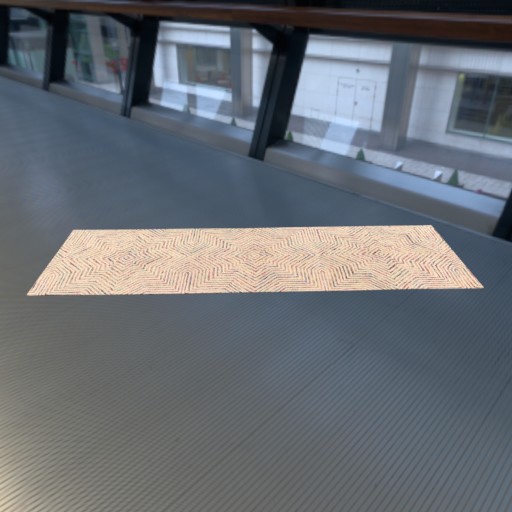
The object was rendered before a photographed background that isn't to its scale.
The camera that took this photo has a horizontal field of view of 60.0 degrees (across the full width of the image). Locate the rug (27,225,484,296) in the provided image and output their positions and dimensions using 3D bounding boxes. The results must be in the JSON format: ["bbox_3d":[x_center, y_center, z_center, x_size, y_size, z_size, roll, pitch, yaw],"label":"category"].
[{"bbox_3d":[0.000,0.000,2.689,2.443,0.009,0.771,-1,30,-2],"label":"rug"}]
